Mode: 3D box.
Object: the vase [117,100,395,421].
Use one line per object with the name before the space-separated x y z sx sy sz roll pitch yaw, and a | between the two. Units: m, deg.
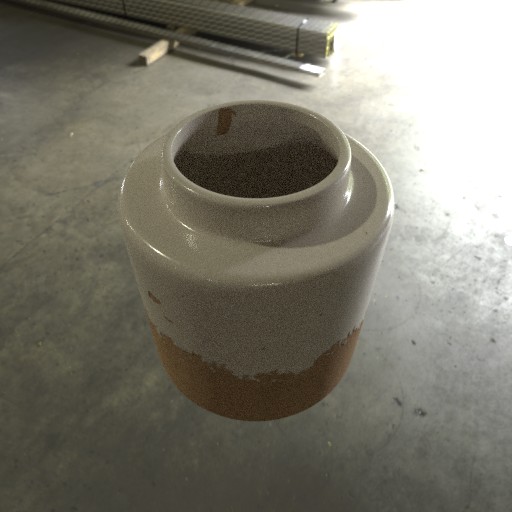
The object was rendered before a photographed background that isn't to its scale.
vase | 0.000 0.000 0.289 0.153 0.167 0.153 0 47 0
